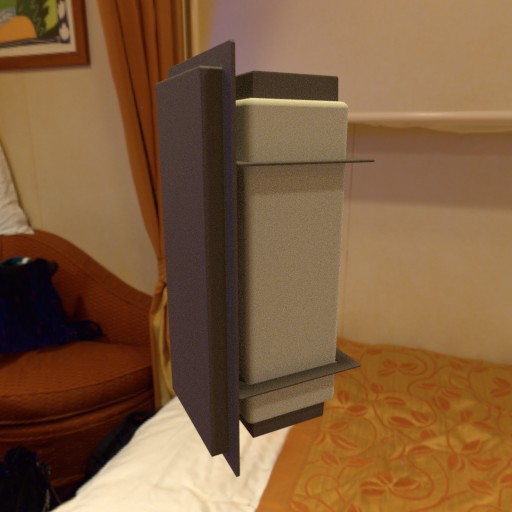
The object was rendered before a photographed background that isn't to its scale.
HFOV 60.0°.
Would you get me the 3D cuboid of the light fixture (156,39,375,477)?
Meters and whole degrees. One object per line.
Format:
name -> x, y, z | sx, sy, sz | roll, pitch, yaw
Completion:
light fixture -> 0.000, 0.000, 0.427 | 0.146, 0.347, 0.153 | -7, 17, -25
